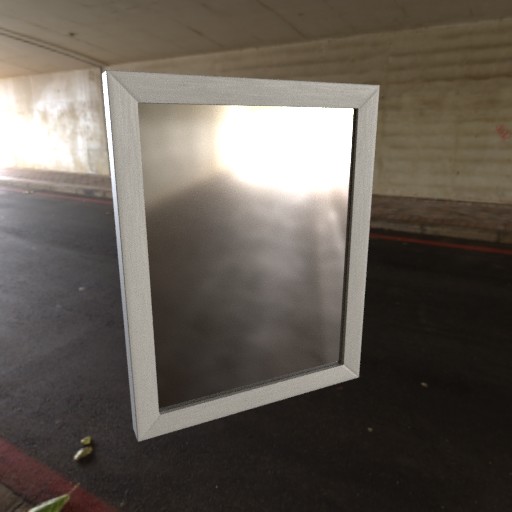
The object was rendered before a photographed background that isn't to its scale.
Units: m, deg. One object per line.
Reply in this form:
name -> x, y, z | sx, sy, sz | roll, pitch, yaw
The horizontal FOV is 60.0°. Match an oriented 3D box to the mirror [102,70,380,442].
mirror -> 0.000, 0.000, 0.685 | 0.405, 0.508, 0.041 | -8, 17, -25
